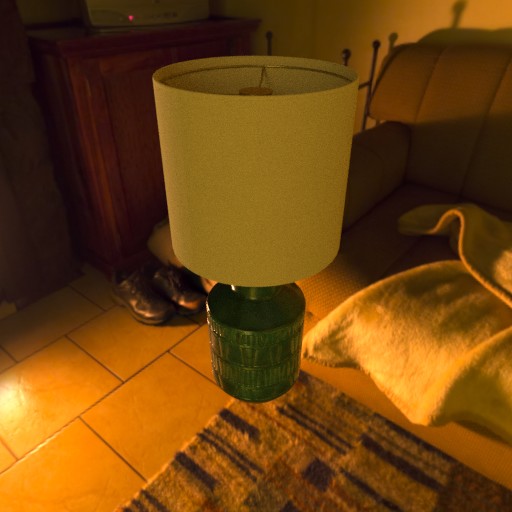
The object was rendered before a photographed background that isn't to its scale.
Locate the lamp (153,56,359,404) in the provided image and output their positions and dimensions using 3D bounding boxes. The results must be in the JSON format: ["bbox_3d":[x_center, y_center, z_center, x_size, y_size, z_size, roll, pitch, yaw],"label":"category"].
[{"bbox_3d":[0.000,0.000,0.583,0.211,0.455,0.211,11,34,16],"label":"lamp"}]
